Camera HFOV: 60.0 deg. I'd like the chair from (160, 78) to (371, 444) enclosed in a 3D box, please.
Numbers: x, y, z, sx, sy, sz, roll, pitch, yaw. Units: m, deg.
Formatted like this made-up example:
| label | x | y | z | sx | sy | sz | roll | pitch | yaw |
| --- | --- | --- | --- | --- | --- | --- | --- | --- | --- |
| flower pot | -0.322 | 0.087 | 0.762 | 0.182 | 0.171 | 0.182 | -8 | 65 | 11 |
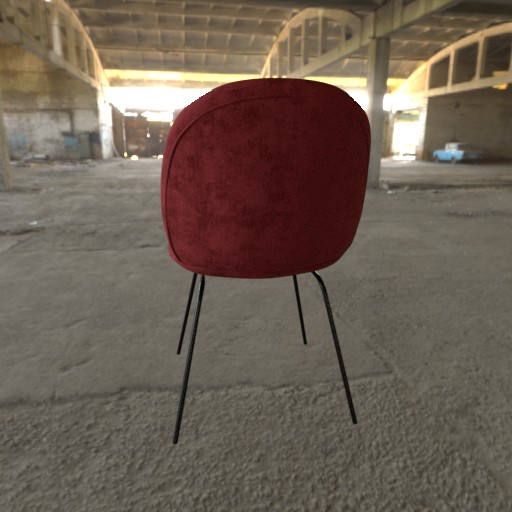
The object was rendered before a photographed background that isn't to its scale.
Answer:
| label | x | y | z | sx | sy | sz | roll | pitch | yaw |
| --- | --- | --- | --- | --- | --- | --- | --- | --- | --- |
| chair | 0.000 | 0.000 | 1.145 | 0.458 | 0.791 | 0.587 | -2 | 15 | -9 |
